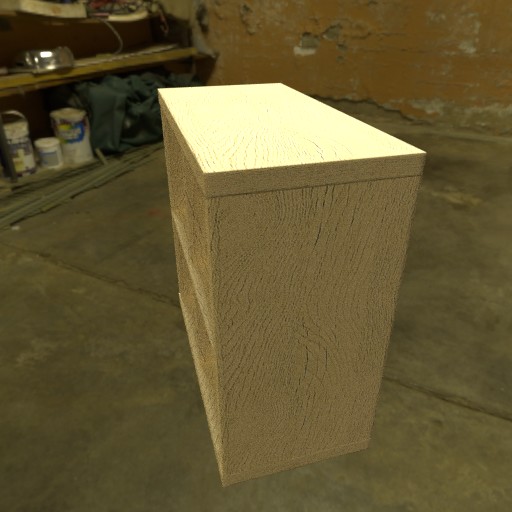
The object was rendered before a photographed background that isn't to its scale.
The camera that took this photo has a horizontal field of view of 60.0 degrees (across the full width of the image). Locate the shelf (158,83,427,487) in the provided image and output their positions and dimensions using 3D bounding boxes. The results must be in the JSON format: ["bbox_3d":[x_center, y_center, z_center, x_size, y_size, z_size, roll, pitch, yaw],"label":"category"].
[{"bbox_3d":[0.000,0.000,1.247,0.390,0.786,0.790,-8,31,-14],"label":"shelf"}]
